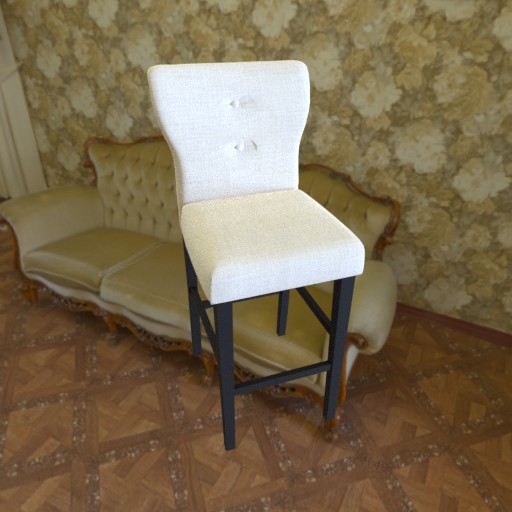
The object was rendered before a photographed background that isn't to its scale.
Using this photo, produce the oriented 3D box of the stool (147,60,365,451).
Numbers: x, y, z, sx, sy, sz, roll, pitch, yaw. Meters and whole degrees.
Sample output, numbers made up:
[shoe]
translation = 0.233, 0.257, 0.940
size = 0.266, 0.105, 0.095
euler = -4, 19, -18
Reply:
[stool]
translation = 0.000, 0.000, 1.467
size = 0.516, 1.124, 0.603
euler = -10, 32, -16
